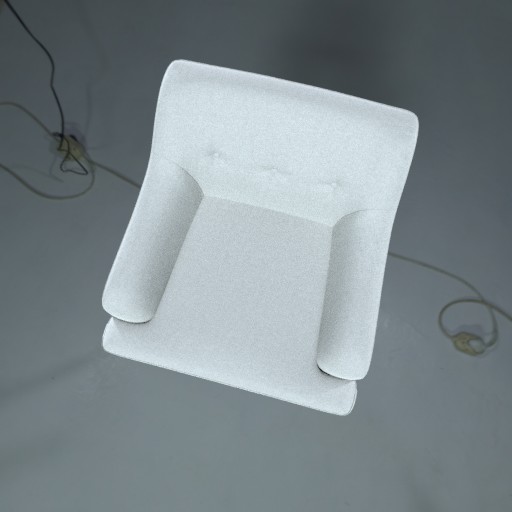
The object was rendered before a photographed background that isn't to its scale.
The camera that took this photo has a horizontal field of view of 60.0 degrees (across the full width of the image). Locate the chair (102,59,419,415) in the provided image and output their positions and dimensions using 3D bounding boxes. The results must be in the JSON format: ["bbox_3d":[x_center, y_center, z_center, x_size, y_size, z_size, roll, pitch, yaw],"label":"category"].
[{"bbox_3d":[0.000,0.000,1.646,0.946,0.818,0.951,14,76,4],"label":"chair"}]
